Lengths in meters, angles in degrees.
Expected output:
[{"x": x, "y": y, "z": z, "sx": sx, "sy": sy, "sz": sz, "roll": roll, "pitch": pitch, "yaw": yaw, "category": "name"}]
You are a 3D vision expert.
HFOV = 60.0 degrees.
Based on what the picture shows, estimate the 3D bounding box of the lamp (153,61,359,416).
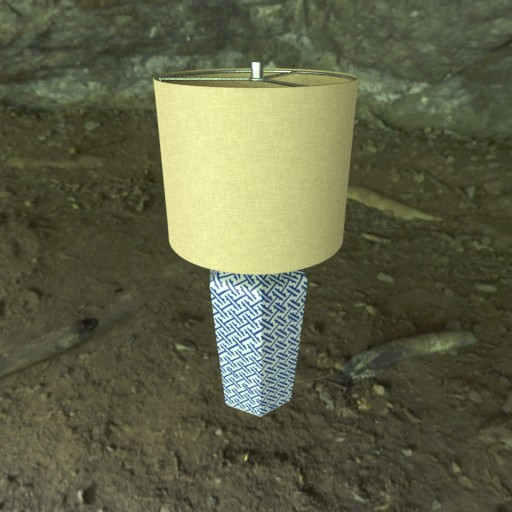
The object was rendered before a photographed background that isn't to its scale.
[{"x": 0.000, "y": 0.000, "z": 0.850, "sx": 0.320, "sy": 0.682, "sz": 0.320, "roll": 0, "pitch": 27, "yaw": 0, "category": "lamp"}]
